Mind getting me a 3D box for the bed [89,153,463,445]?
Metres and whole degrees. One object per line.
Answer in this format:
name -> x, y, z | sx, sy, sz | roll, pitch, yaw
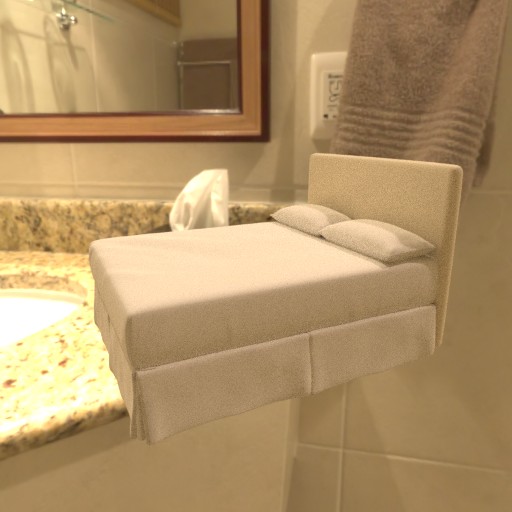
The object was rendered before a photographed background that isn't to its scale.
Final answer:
bed -> 0.000, 0.000, 3.174 | 2.147, 1.330, 1.714 | -8, 18, -25
